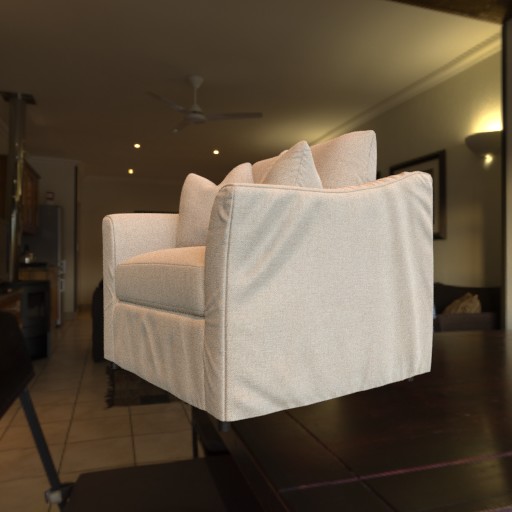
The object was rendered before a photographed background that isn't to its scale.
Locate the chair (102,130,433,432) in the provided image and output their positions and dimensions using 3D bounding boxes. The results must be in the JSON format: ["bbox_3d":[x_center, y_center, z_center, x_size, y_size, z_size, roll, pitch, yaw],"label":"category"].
[{"bbox_3d":[0.000,0.000,2.060,1.071,1.093,1.194,1,-1,-37],"label":"chair"}]
